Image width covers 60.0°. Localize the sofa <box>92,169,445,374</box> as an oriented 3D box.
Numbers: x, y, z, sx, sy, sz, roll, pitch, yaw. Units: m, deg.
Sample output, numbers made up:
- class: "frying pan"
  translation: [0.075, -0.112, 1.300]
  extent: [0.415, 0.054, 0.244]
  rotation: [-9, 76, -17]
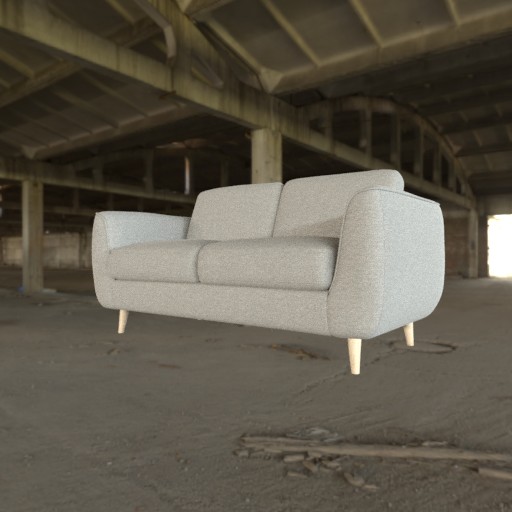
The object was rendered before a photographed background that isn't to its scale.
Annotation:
- class: "sofa"
  translation: [0.000, 0.000, 2.281]
  extent: [1.700, 0.850, 0.920]
  rotation: [0, 0, 37]
